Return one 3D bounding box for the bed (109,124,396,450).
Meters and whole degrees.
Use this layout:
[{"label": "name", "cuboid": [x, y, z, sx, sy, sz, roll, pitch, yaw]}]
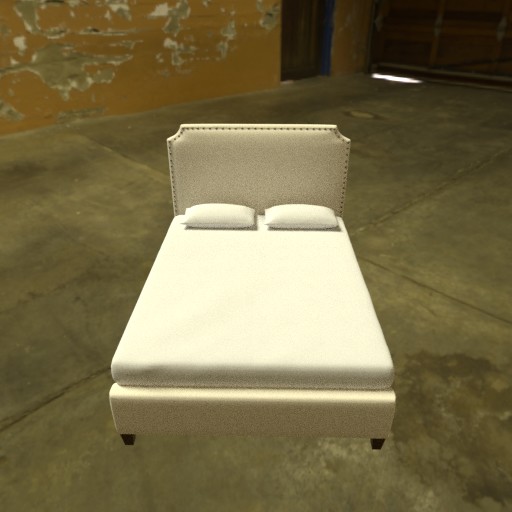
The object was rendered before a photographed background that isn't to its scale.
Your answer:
[{"label": "bed", "cuboid": [0.000, 0.000, 3.450, 1.712, 1.497, 2.372, 1, 30, 1]}]
